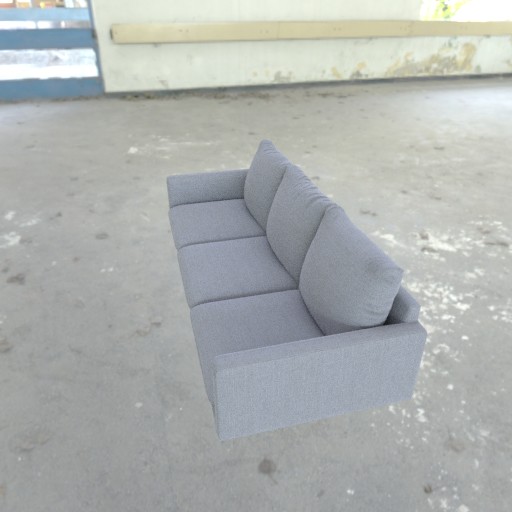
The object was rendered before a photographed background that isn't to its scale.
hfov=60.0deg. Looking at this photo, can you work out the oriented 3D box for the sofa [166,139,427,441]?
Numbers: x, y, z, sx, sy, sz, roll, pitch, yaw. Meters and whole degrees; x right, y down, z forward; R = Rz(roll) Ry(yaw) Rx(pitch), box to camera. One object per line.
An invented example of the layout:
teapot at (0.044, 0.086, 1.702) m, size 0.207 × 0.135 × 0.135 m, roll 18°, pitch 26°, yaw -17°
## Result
sofa at (0.000, 0.000, 2.508) m, size 0.850 × 0.830 × 2.000 m, roll -7°, pitch 31°, yaw -13°
